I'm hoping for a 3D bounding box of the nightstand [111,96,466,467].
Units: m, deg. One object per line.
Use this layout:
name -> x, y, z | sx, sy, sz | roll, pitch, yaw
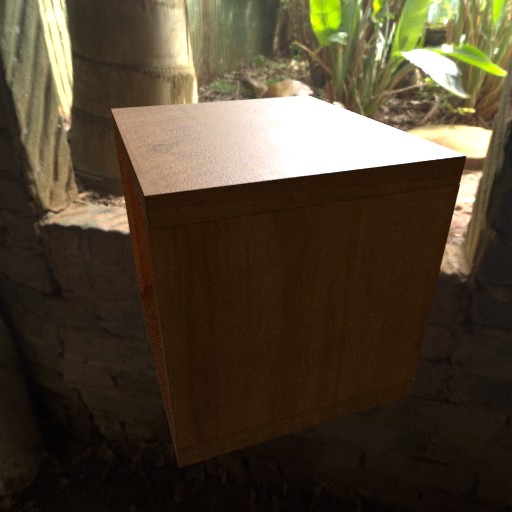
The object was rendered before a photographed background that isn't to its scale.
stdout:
nightstand -> 0.000, 0.000, 0.858 | 0.436, 0.491, 0.493 | -10, 31, -17
